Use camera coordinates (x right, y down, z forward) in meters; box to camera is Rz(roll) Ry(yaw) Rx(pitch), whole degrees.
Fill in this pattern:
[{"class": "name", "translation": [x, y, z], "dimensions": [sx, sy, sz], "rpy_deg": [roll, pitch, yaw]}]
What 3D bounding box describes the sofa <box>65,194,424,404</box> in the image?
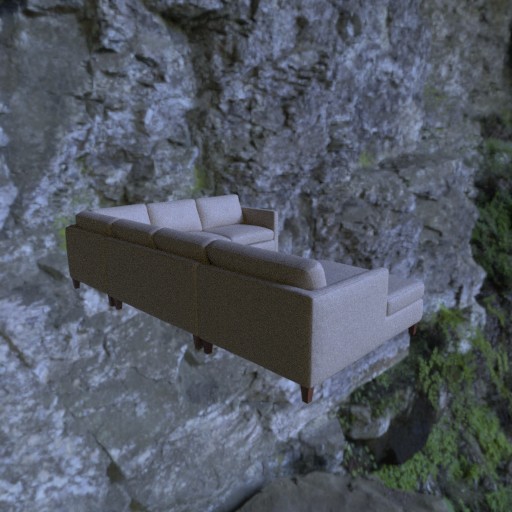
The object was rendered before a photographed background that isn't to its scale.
[{"class": "sofa", "translation": [0.000, 0.000, 4.595], "dimensions": [3.403, 0.889, 2.551], "rpy_deg": [13, 19, 43]}]
